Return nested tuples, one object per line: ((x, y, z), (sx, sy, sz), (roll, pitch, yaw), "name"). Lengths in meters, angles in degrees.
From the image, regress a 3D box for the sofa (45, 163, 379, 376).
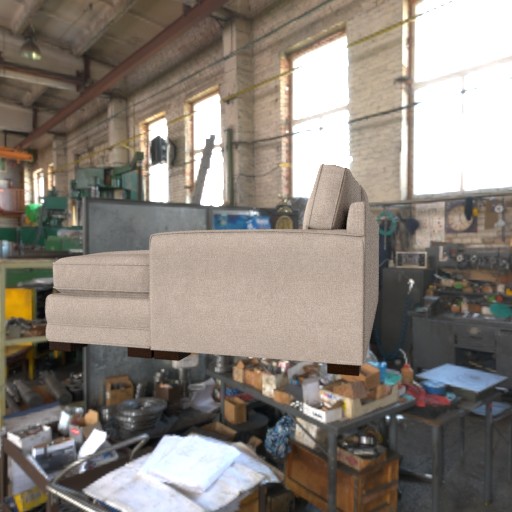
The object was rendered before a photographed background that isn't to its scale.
((0.000, 0.000, 2.890), (1.496, 0.861, 2.087), (0, 2, 17), "sofa")
